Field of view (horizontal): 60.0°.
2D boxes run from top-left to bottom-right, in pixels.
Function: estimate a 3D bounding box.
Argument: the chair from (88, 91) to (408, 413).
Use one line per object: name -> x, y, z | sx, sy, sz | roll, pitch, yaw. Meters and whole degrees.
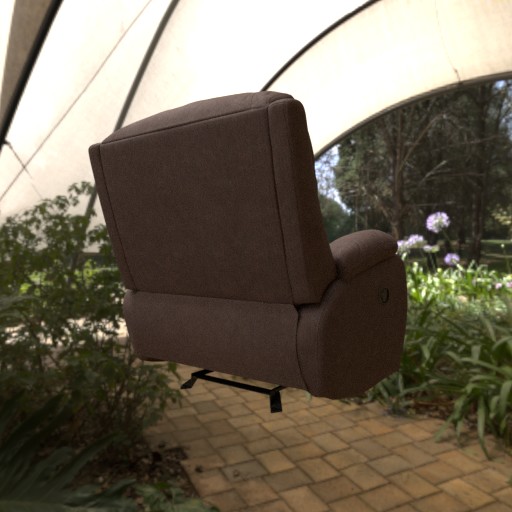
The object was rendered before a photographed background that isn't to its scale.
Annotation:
chair -> 0.000, 0.000, 1.714 | 0.930, 1.011, 0.899 | 1, 1, 36
